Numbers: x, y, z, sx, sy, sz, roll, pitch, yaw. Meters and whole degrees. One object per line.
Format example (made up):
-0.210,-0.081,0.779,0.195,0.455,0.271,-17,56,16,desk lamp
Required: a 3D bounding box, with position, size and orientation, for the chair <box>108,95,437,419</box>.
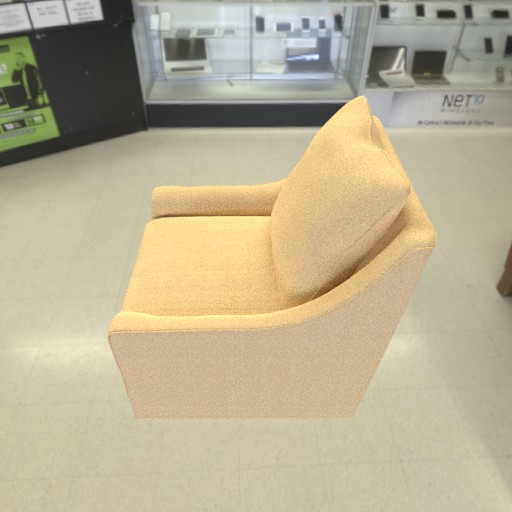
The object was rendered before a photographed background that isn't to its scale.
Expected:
0.000,0.000,1.552,0.876,0.927,0.760,0,41,0,chair
